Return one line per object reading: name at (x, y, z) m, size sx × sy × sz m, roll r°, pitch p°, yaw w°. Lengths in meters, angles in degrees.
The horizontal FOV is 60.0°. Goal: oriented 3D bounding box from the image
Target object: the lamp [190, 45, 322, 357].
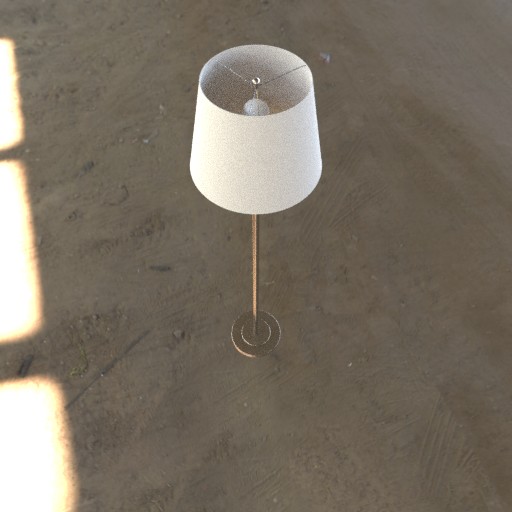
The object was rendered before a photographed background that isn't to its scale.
lamp at (0.000, 0.000, 1.602) m, size 0.355 × 1.473 × 0.355 m, roll 0°, pitch 58°, yaw 0°
